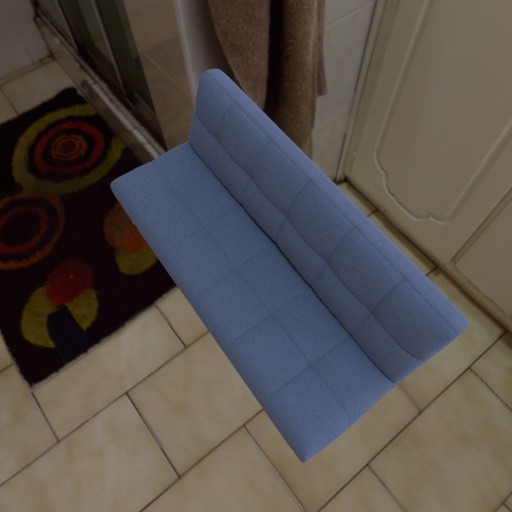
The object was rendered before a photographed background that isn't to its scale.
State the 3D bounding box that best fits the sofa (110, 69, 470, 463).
[{"bbox_3d":[0.000,0.000,2.255,0.796,0.800,1.800,-33,67,-16],"label":"sofa"}]
